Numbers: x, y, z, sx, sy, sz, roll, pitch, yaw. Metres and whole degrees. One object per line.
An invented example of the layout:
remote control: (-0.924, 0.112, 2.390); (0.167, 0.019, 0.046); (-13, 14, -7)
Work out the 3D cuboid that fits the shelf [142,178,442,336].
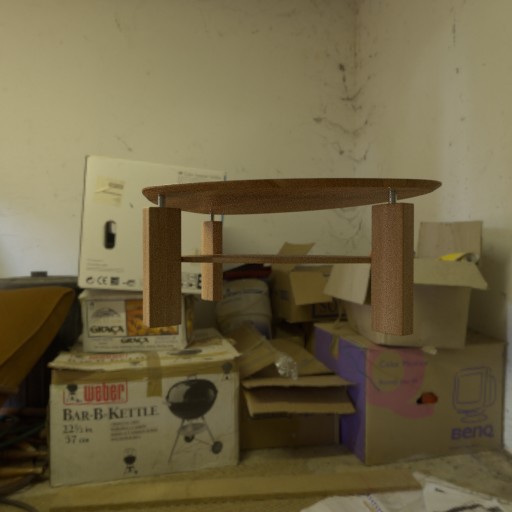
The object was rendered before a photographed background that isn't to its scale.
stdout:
shelf: (0.000, 0.000, 1.646); (0.863, 0.439, 1.240); (-1, 1, -36)
